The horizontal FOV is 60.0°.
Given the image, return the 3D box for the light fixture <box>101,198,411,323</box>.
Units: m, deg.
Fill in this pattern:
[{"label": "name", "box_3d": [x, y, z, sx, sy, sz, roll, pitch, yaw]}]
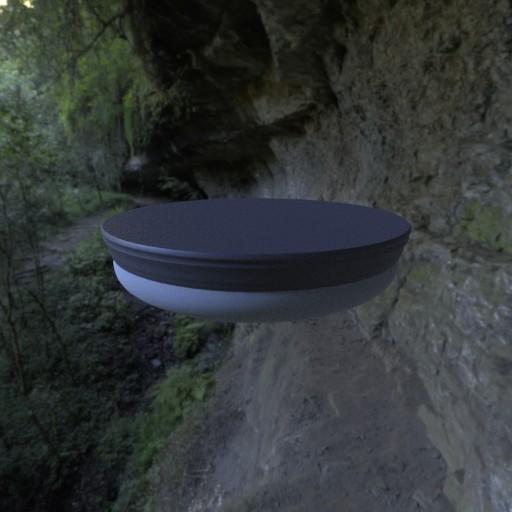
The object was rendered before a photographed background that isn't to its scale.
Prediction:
[{"label": "light fixture", "box_3d": [0.000, 0.000, 0.566, 0.368, 0.100, 0.368, 0, 15, 0]}]
